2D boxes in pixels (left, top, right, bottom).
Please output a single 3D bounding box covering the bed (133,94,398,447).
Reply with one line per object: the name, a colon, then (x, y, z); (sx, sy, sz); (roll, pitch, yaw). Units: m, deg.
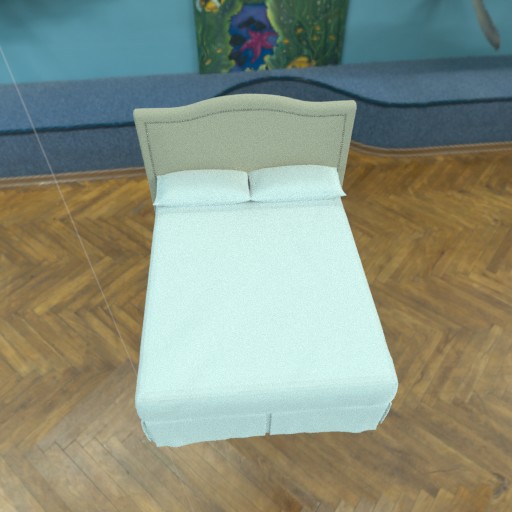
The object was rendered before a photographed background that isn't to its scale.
bed: (0.000, 0.000, 3.259); (1.753, 1.460, 2.143); (-3, 48, -3)
